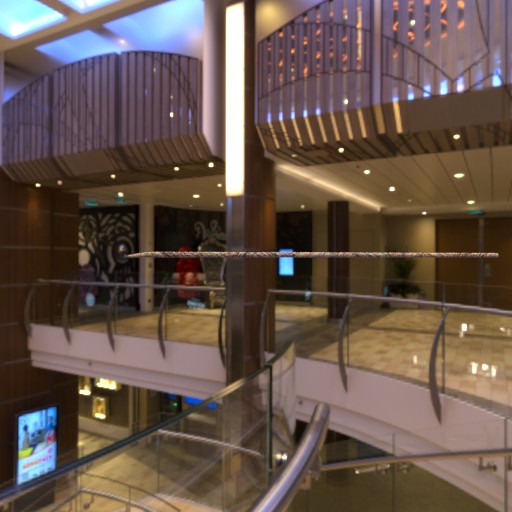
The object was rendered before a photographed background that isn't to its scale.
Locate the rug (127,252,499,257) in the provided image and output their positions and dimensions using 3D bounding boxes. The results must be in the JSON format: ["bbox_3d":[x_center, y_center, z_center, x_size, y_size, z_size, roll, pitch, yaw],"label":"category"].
[{"bbox_3d":[0.000,0.000,2.125,1.143,0.014,1.761,0,0,-18],"label":"rug"}]
